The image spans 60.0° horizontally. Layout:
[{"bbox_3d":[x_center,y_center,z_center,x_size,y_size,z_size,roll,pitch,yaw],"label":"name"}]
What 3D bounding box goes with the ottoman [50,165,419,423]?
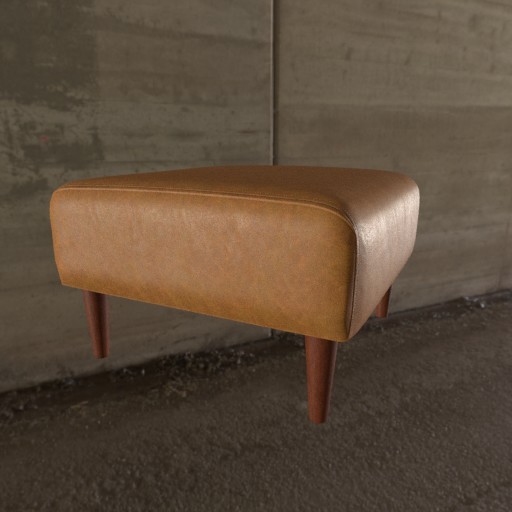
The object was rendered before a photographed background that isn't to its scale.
[{"bbox_3d":[0.000,0.000,1.049,0.650,0.399,0.650,7,16,26],"label":"ottoman"}]
